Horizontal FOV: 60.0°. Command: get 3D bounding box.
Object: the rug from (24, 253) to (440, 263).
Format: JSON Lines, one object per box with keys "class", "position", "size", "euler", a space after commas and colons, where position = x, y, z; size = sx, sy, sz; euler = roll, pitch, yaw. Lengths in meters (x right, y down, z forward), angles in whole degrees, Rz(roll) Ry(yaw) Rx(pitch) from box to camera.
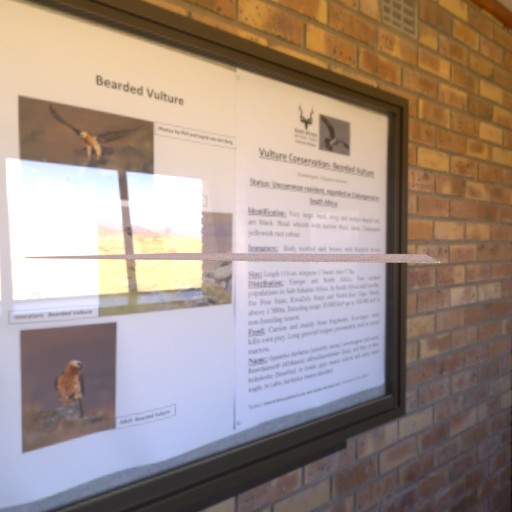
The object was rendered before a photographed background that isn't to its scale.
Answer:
{"class": "rug", "position": [0.000, 0.000, 4.045], "size": [2.980, 0.012, 2.363], "euler": [0, 1, 19]}
